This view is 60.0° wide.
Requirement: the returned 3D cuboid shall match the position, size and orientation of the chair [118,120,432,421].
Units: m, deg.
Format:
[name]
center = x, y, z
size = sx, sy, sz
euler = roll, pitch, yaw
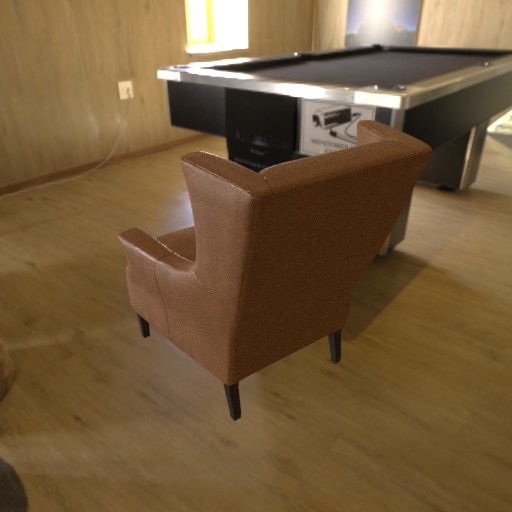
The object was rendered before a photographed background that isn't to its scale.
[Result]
[chair]
center = 0.000, 0.000, 1.730
size = 0.852, 1.016, 0.925
euler = -19, 35, -31
